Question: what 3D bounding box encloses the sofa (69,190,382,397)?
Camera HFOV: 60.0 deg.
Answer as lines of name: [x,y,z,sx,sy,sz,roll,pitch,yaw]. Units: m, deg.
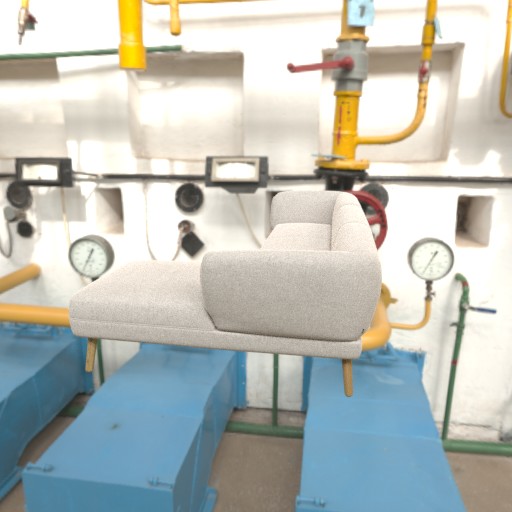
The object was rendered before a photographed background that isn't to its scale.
sofa: [0.000,0.000,3.341,1.610,0.730,2.660,3,15,10]
